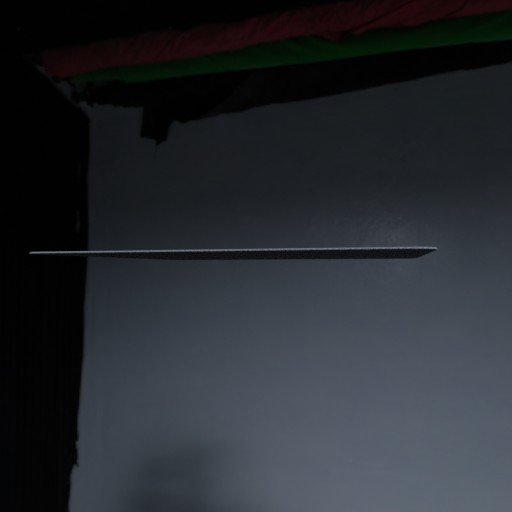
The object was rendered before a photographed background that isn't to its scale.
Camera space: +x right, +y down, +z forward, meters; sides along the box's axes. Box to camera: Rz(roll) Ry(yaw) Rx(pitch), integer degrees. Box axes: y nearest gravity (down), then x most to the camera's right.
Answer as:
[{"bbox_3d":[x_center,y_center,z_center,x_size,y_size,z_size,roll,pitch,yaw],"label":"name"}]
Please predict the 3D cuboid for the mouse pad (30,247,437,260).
[{"bbox_3d":[0.000,0.000,0.633,0.451,0.002,0.393,0,-2,17],"label":"mouse pad"}]
